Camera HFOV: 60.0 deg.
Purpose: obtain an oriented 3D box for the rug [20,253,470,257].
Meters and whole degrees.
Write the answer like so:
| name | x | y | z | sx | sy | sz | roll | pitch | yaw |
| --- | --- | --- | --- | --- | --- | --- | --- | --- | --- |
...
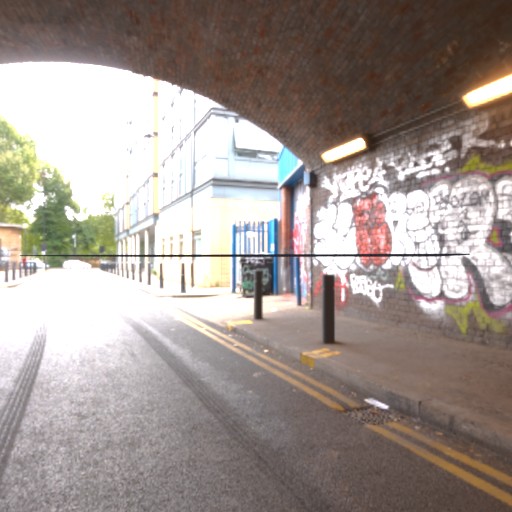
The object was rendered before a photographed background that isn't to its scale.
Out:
| name | x | y | z | sx | sy | sz | roll | pitch | yaw |
| --- | --- | --- | --- | --- | --- | --- | --- | --- | --- |
| rug | 0.000 | 0.000 | 2.264 | 1.819 | 0.005 | 1.200 | 0 | 0 | 17 |
